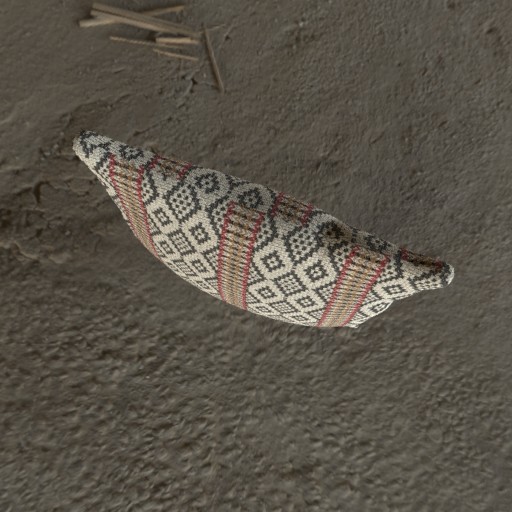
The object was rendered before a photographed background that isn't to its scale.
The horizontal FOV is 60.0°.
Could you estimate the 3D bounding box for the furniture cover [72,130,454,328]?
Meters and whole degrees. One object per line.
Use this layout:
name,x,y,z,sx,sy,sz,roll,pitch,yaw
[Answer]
furniture cover,0.000,0.000,0.787,0.503,0.506,0.182,21,76,5
